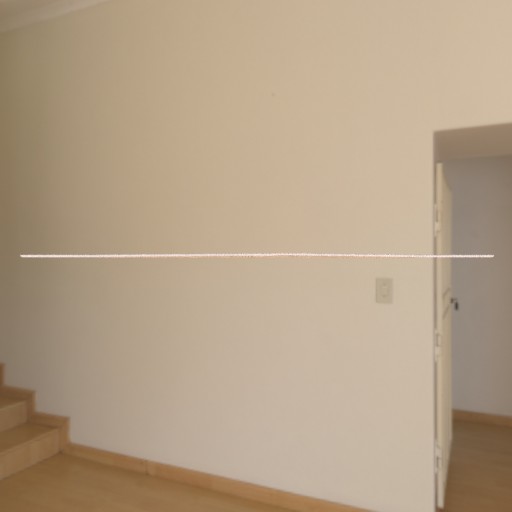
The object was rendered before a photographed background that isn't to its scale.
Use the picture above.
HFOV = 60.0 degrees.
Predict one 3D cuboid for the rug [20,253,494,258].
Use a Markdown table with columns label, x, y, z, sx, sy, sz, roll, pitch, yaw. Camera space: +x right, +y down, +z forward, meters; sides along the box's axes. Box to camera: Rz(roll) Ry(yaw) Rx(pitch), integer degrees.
| label | x | y | z | sx | sy | sz | roll | pitch | yaw |
| --- | --- | --- | --- | --- | --- | --- | --- | --- | --- |
| rug | 0.000 | 0.000 | 2.245 | 1.792 | 0.021 | 1.154 | 0 | 0 | -1 |
